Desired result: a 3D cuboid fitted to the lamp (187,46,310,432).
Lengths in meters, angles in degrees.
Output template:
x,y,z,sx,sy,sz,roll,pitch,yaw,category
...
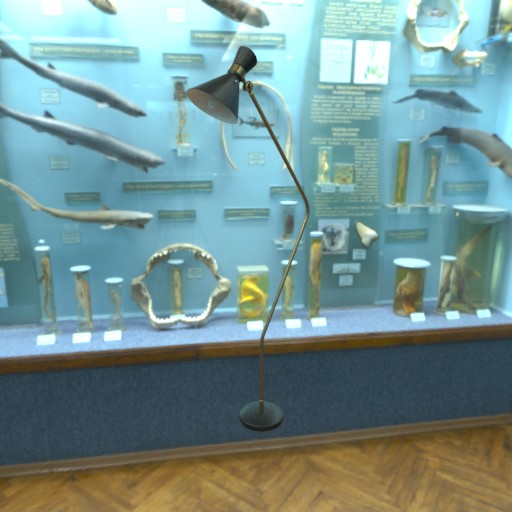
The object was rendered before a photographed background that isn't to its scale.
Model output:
x,y,z,sx,sy,sz,roll,pitch,yaw,category
0.000,0.000,1.649,0.467,1.438,0.277,-2,14,-8,lamp
